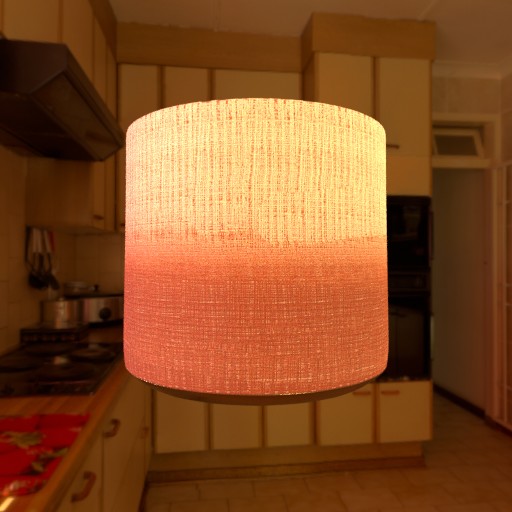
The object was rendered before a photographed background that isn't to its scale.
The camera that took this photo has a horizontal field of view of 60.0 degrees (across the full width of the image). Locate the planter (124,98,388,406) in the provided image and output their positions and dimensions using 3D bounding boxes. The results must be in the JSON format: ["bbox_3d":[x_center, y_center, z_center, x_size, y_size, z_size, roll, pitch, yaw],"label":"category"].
[{"bbox_3d":[0.000,0.000,0.386,0.221,0.201,0.221,0,0,0],"label":"planter"}]
